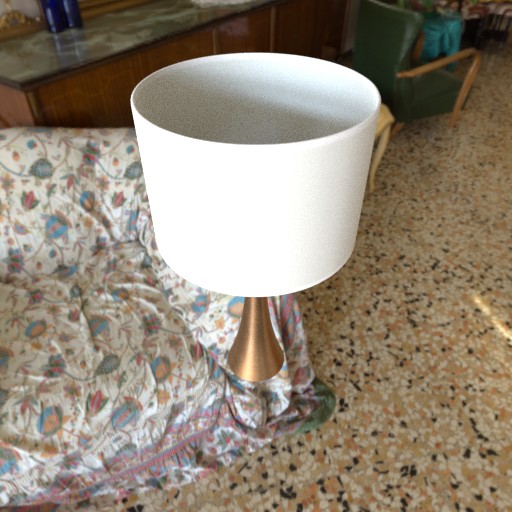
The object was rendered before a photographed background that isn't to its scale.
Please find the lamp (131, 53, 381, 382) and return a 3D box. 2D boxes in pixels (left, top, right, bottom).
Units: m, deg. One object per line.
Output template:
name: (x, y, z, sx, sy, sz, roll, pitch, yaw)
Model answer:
lamp: (0.000, 0.000, 0.639, 0.268, 0.479, 0.268, -2, 41, -2)
